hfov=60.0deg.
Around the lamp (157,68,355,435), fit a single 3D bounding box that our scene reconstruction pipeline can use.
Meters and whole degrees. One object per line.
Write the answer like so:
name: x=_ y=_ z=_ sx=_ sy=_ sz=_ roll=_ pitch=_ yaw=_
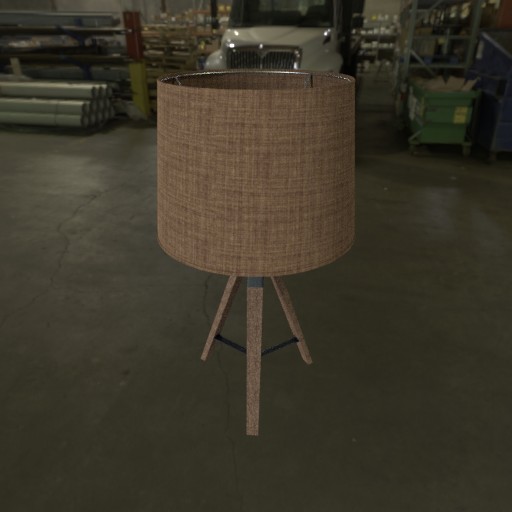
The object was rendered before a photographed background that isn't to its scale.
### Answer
lamp: x=0.000 y=0.000 z=0.684 sx=0.290 sy=0.514 sz=0.290 roll=0 pitch=28 yaw=0
